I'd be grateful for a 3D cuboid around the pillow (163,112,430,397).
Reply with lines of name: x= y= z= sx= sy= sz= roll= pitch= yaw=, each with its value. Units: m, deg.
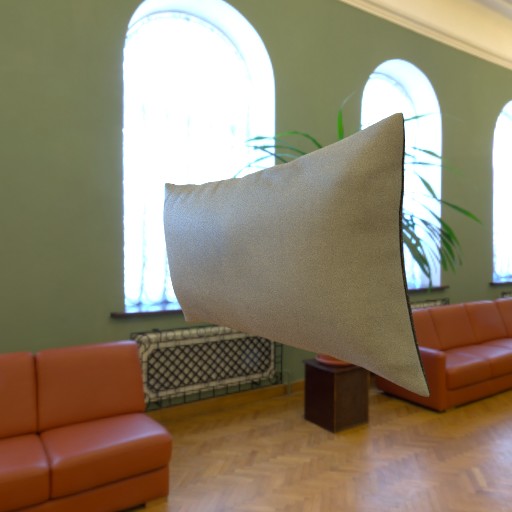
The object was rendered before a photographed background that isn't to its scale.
pillow: x=0.000 y=0.000 z=0.722 sx=0.156 sy=0.305 sz=0.608 roll=-1 pitch=1 yaw=-35
